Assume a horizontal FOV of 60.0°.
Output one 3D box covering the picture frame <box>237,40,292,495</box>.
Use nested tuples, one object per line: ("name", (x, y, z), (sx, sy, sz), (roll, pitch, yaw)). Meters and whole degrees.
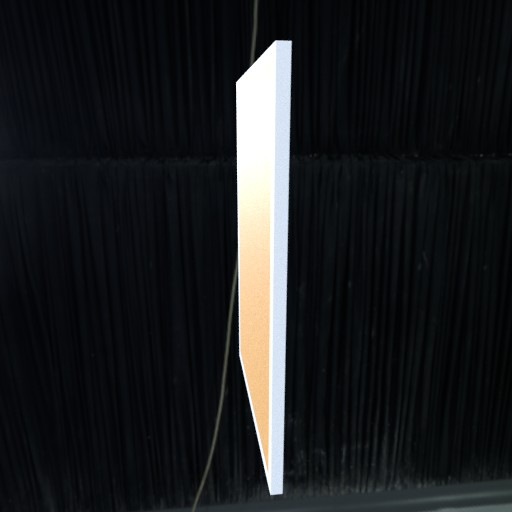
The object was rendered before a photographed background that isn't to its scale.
("picture frame", (0.000, 0.000, 0.551), (0.013, 0.434, 0.305), (-2, 16, -8))
